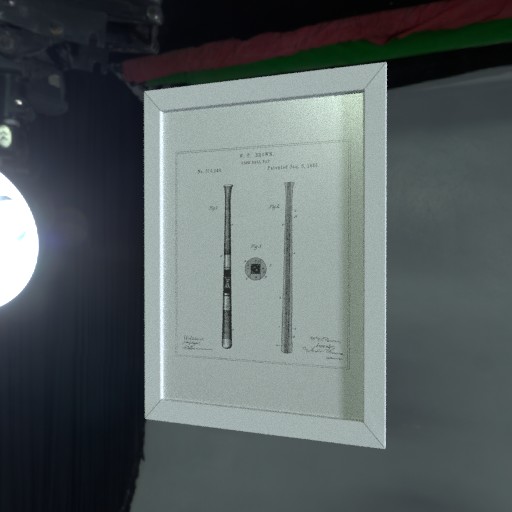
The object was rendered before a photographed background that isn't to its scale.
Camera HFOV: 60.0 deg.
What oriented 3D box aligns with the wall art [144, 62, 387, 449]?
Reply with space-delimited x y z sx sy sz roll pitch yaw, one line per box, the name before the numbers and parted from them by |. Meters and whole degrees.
wall art | 0.000 0.000 0.665 0.374 0.529 0.012 0 1 17
